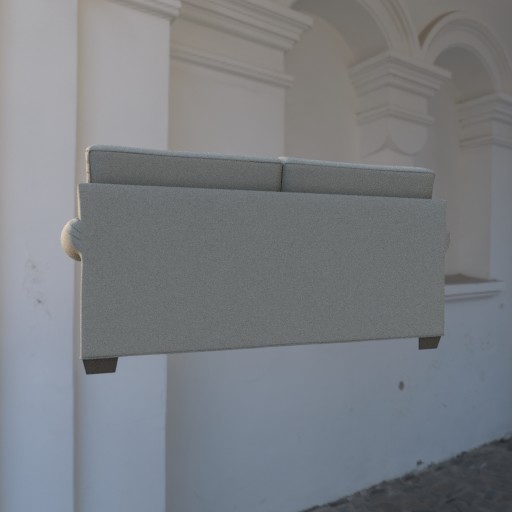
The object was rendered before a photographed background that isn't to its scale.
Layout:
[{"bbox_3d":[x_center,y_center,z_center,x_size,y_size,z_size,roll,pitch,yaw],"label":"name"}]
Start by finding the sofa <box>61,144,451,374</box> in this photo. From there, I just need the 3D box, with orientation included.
[{"bbox_3d":[0.000,0.000,2.428,1.930,0.952,0.940,0,0,-18],"label":"sofa"}]
